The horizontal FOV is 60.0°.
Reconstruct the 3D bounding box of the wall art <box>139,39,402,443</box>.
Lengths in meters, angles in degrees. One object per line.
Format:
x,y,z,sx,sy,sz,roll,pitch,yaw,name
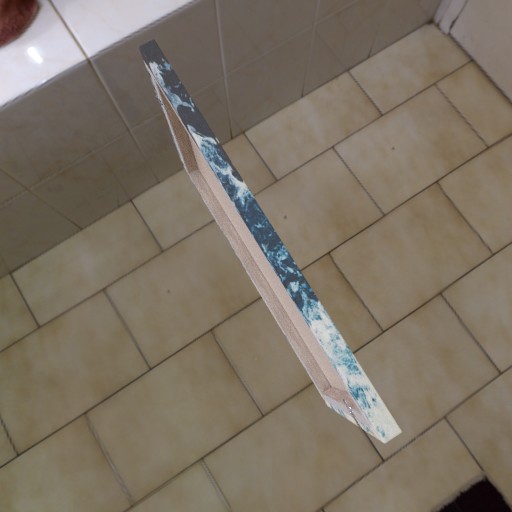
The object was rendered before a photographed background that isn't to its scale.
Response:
0.000,0.000,1.143,0.042,0.610,0.915,-30,79,-7,wall art
